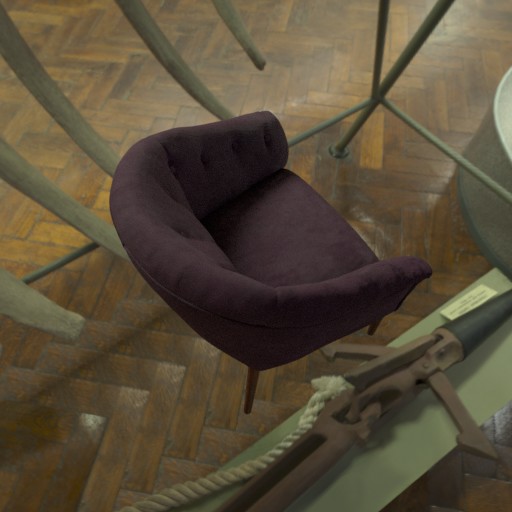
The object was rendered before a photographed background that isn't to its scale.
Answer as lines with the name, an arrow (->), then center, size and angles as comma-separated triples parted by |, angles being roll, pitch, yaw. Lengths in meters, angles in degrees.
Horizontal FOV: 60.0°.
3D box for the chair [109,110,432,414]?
chair -> 0.000, 0.000, 1.513 | 0.776, 0.885, 0.851 | -30, 62, -17
